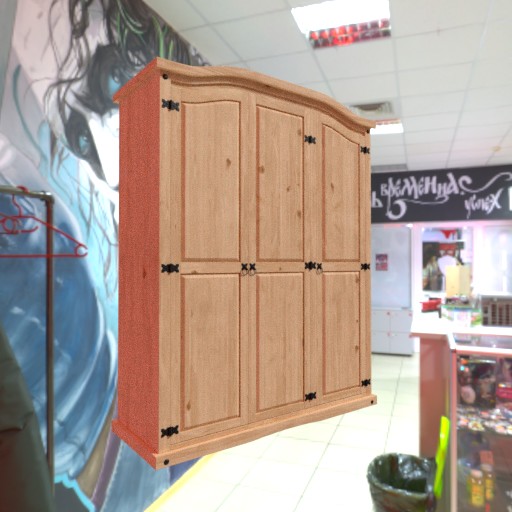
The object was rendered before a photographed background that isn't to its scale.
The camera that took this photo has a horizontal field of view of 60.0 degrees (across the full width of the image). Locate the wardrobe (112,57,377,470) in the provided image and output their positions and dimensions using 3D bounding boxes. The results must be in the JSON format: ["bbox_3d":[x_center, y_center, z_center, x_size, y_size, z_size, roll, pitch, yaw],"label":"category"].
[{"bbox_3d":[0.000,0.000,2.597,1.500,1.870,0.570,1,-1,-37],"label":"wardrobe"}]
